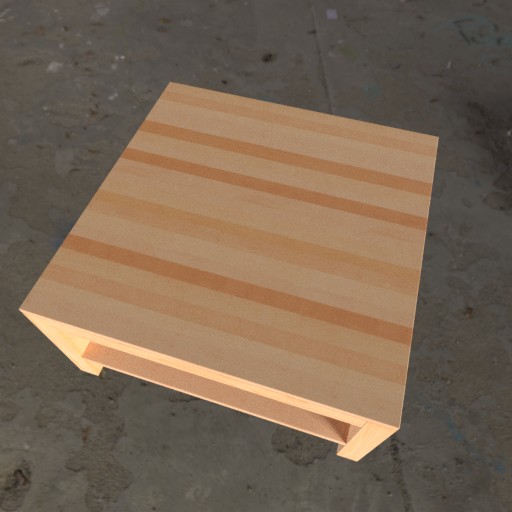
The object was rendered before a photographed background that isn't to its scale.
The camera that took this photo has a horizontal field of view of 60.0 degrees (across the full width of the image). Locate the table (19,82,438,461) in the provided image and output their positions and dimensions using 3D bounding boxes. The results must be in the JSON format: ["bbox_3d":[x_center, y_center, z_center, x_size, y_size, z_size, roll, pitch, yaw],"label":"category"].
[{"bbox_3d":[0.000,0.000,1.401,0.900,0.450,0.900,15,59,9],"label":"table"}]
